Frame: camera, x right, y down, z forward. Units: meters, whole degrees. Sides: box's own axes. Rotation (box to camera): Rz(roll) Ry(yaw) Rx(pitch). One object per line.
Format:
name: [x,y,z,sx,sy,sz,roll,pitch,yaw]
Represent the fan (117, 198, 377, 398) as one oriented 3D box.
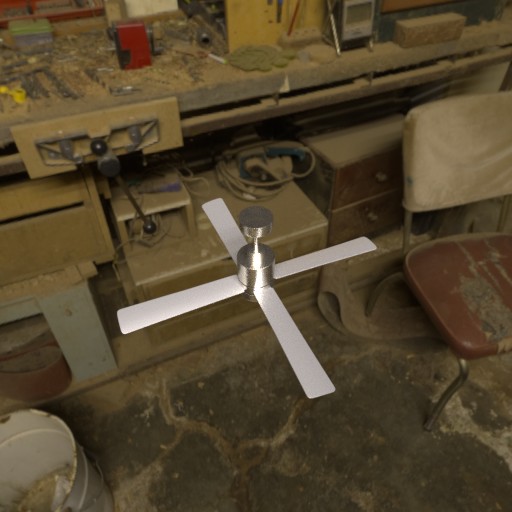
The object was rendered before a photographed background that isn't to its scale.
fan: [0.000,0.000,2.353,1.525,0.539,1.525,-16,47,-16]
